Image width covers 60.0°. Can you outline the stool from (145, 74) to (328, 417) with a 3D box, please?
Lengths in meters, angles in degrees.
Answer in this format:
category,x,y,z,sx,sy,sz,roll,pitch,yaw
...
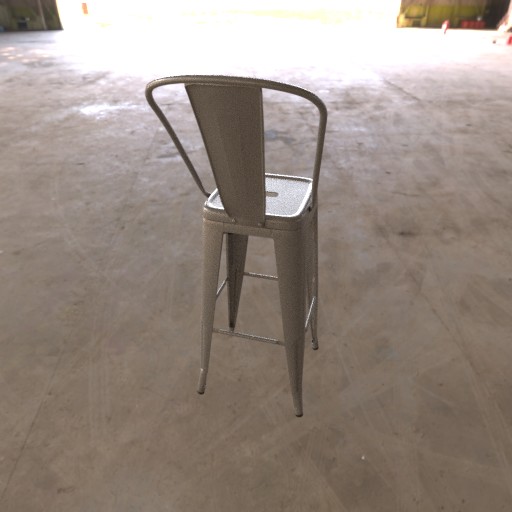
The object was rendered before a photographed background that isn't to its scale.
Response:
category,x,y,z,sx,sy,sz,roll,pitch,yaw
stool,0.000,0.000,1.329,0.399,1.096,0.513,8,32,14
